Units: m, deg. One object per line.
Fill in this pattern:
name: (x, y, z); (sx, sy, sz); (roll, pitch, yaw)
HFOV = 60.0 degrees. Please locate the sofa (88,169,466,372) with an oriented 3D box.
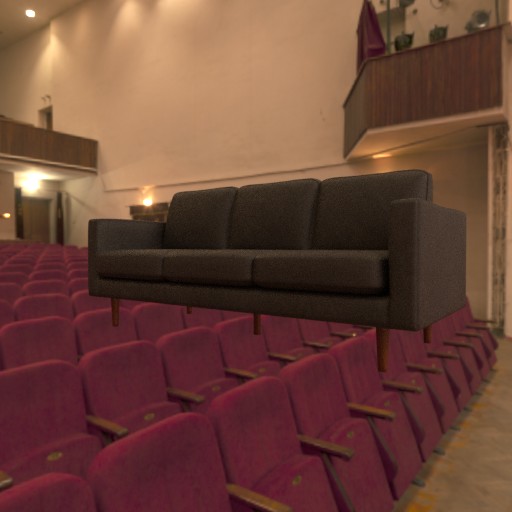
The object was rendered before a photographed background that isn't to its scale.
sofa: (0.000, 0.000, 2.513); (2.029, 0.899, 0.879); (1, 1, 36)
